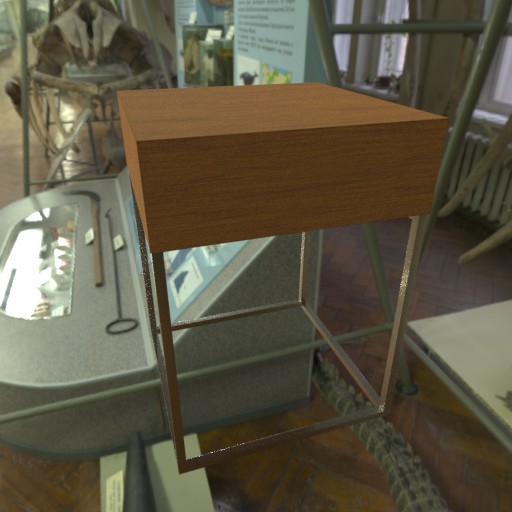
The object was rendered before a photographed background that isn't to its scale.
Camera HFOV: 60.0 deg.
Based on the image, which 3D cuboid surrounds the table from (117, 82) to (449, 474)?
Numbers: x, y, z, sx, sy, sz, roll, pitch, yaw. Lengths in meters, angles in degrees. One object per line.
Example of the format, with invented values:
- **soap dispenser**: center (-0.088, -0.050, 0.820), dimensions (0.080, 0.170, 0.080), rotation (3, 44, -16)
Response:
- **table**: center (0.000, 0.000, 0.814), dimensions (0.397, 0.540, 0.398), rotation (-9, 29, -16)
